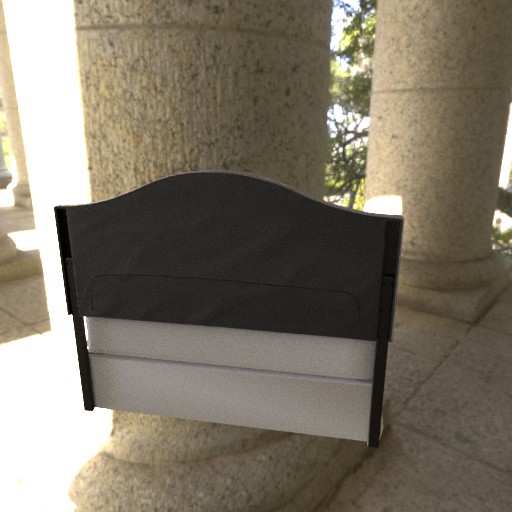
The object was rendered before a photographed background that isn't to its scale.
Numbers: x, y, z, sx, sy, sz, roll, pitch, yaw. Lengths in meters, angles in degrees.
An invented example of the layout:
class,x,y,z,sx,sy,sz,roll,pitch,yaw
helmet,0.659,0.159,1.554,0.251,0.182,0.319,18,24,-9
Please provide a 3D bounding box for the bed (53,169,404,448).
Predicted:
class,x,y,z,sx,sy,sz,roll,pitch,yaw
bed,0.000,0.000,2.932,1.610,1.295,1.870,3,17,10
